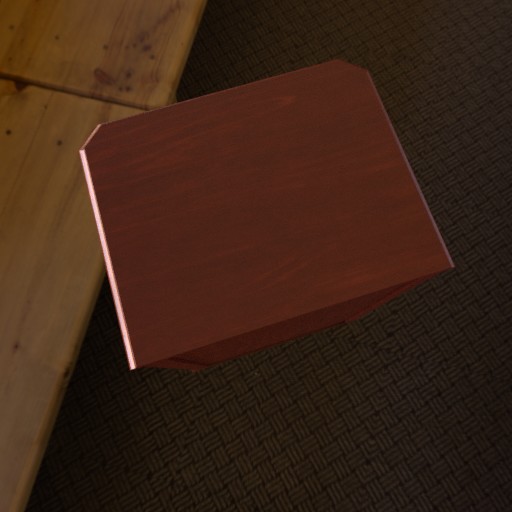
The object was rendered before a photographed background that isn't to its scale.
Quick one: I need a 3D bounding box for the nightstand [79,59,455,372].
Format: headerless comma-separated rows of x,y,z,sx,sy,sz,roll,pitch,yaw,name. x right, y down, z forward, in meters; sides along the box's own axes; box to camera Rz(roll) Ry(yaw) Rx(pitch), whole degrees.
0.000,0.000,0.919,0.435,0.681,0.351,-17,76,-4,nightstand
